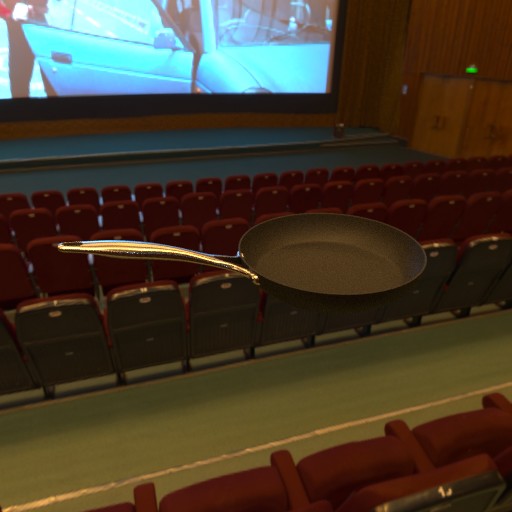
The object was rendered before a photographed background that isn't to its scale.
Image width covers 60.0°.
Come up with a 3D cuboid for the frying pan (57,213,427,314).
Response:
[{"bbox_3d":[0.000,0.000,0.588,0.472,0.105,0.255,-8,28,-16],"label":"frying pan"}]
